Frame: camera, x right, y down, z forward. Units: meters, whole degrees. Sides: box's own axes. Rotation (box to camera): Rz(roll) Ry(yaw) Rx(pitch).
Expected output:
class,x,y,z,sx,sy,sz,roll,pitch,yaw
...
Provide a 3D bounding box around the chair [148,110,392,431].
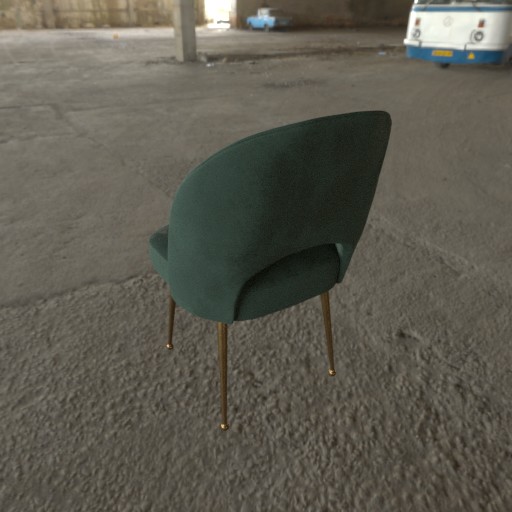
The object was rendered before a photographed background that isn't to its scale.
class,x,y,z,sx,sy,sz,roll,pitch,yaw
chair,0.000,0.000,1.222,0.527,0.860,0.577,-17,34,-28
